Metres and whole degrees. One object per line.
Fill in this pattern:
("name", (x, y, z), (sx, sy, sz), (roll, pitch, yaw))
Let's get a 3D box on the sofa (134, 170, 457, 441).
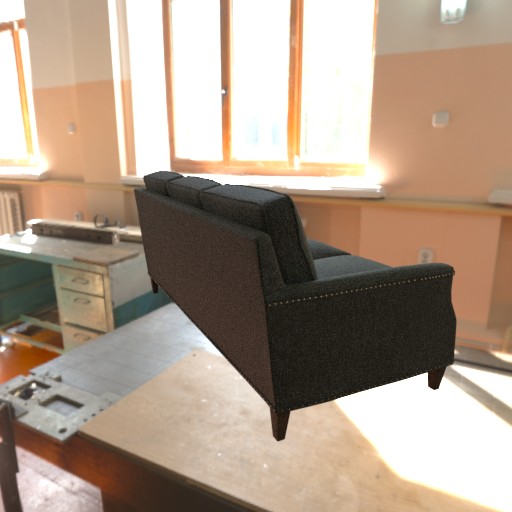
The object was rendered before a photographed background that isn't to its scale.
("sofa", (0.000, 0.000, 2.810), (1.084, 1.003, 2.246), (-7, 15, -25))
